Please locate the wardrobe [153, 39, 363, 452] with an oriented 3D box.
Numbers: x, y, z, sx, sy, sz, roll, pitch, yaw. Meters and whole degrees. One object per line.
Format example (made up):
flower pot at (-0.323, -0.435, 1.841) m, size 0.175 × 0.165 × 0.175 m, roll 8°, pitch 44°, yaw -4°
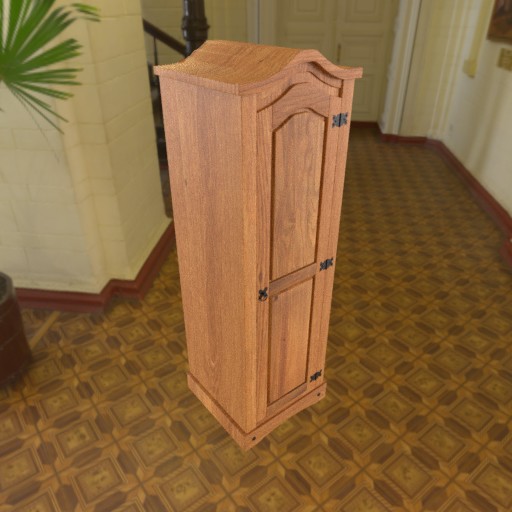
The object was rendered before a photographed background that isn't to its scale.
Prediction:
wardrobe at (0.000, 0.000, 2.156) m, size 0.590 × 1.870 × 0.570 m, roll -22°, pitch 37°, yaw -32°
